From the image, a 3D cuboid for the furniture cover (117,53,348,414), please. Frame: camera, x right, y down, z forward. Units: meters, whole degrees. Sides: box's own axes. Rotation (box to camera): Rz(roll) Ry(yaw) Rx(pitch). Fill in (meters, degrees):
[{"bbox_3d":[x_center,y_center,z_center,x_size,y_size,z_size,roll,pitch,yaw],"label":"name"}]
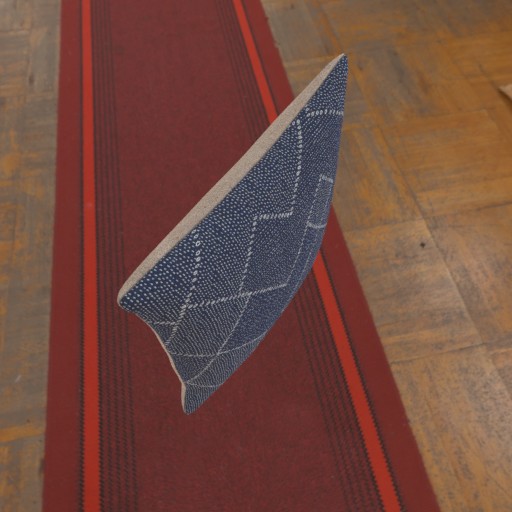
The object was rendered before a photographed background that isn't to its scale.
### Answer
[{"bbox_3d":[0.000,0.000,0.777,0.162,0.503,0.511,30,63,17],"label":"furniture cover"}]
